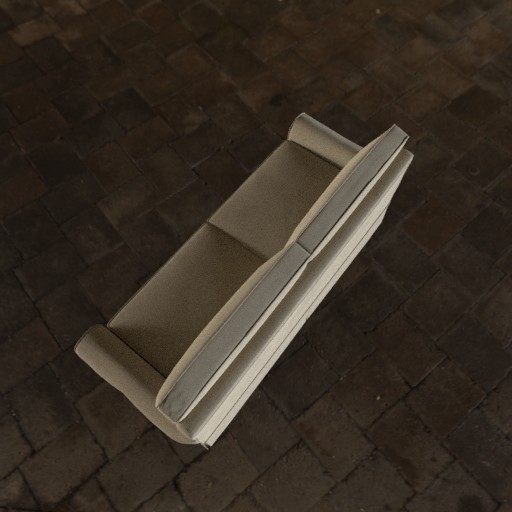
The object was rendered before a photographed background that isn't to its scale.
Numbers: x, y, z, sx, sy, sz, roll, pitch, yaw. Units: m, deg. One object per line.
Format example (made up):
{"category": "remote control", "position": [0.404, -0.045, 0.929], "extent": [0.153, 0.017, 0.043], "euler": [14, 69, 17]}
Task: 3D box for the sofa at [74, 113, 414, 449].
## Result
{"category": "sofa", "position": [0.000, 0.000, 2.809], "extent": [0.900, 1.014, 2.246], "euler": [35, 68, 16]}
